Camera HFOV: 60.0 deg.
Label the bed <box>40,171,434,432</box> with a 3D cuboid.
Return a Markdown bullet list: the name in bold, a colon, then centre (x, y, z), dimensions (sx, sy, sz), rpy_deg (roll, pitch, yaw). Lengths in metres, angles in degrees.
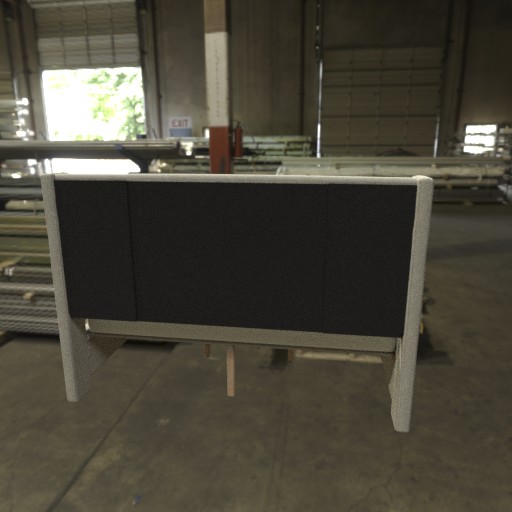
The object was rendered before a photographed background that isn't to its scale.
- **bed**: centre (0.000, 0.000, 3.623), dimensions (2.140, 1.470, 2.280), rpy_deg (2, 15, 8)
